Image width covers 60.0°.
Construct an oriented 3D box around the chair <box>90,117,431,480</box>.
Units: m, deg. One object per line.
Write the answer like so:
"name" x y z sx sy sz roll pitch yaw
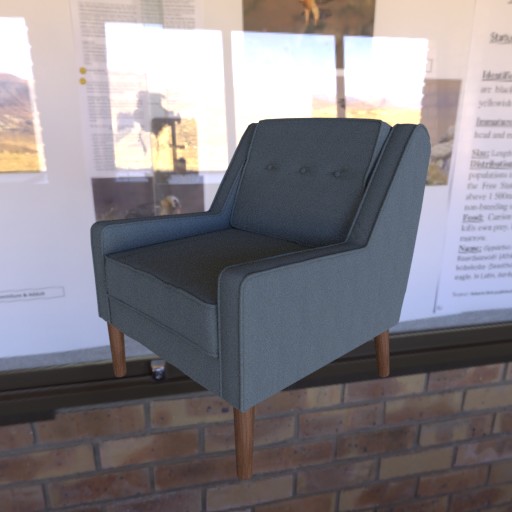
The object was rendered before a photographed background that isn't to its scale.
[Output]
"chair" 0.000 0.000 1.304 0.733 0.780 0.663 -16 23 -42
